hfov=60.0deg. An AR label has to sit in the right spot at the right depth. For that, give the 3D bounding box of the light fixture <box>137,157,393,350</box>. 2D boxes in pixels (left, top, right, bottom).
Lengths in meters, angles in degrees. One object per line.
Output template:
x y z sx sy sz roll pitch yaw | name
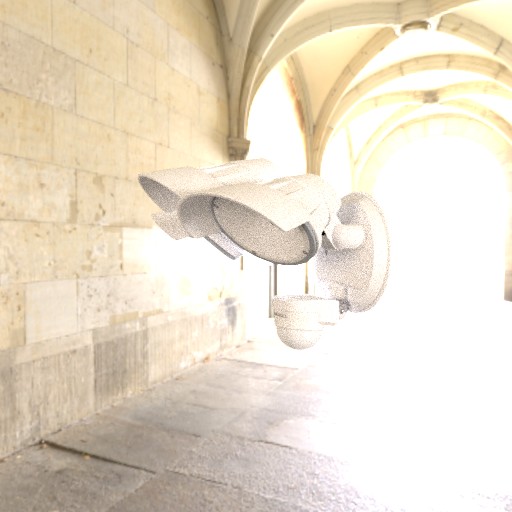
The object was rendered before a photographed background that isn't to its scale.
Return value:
0.000 0.000 0.539 0.278 0.237 0.369 0 1 -20 | light fixture
